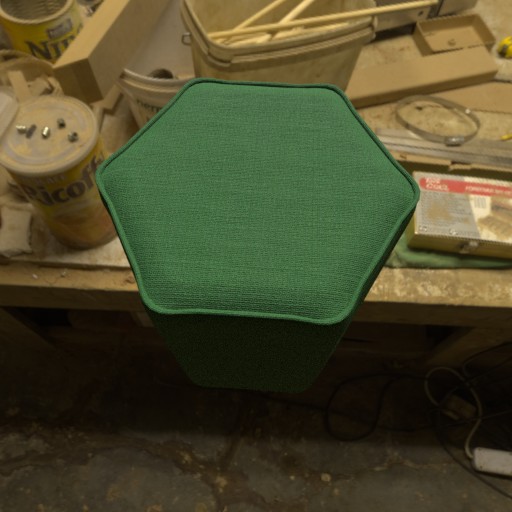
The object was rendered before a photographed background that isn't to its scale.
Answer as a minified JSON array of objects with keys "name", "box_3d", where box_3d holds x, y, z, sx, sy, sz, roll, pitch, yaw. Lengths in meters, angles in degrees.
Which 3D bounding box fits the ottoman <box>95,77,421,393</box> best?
[{"name":"ottoman","box_3d":[0.000,0.000,0.881,0.499,0.507,0.444,4,63,2]}]
